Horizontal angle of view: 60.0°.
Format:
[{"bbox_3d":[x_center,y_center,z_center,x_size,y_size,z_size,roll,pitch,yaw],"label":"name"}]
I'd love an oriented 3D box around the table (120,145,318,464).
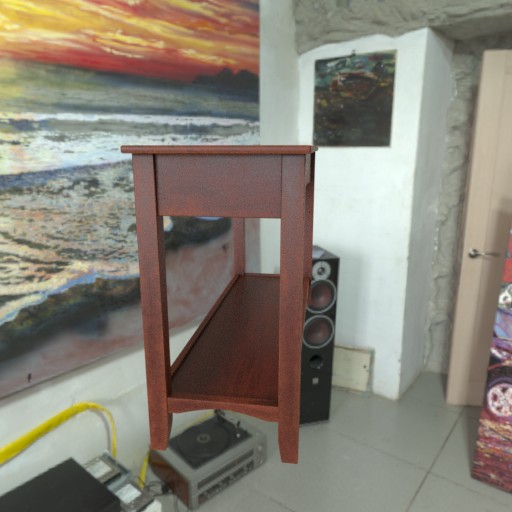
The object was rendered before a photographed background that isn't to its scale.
[{"bbox_3d":[0.000,0.000,1.540,0.392,0.739,1.188,2,14,8],"label":"table"}]
